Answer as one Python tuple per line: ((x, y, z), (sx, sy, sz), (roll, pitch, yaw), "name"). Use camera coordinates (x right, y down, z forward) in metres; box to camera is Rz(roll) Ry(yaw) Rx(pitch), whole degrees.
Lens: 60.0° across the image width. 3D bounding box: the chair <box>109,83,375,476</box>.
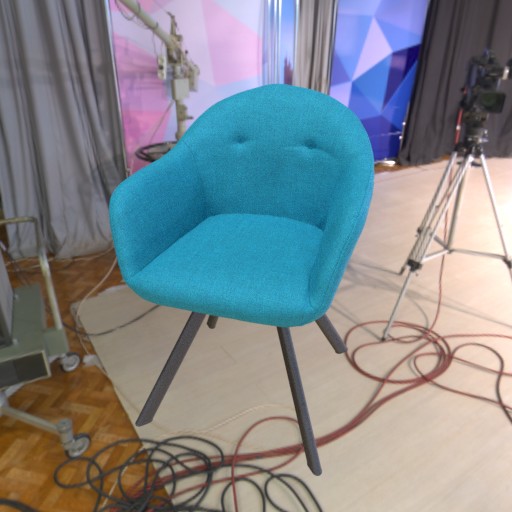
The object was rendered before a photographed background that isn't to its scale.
((0.000, 0.000, 1.136), (0.545, 0.775, 0.565), (8, 28, 16), "chair")
